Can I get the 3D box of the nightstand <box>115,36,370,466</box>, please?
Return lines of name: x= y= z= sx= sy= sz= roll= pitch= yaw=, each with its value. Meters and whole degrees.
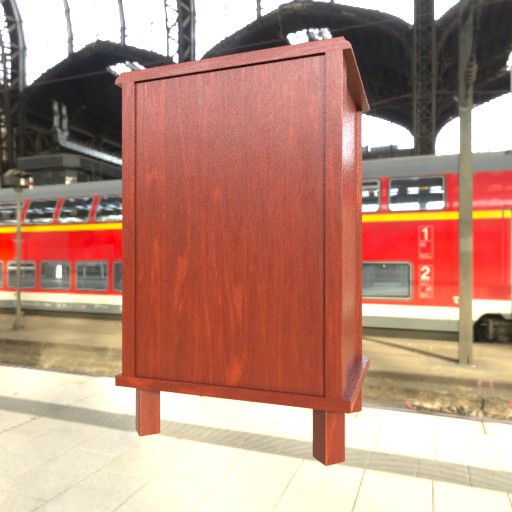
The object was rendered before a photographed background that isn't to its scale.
nightstand: x=0.000 y=0.000 z=0.920 sx=0.435 sy=0.681 sz=0.351 roll=0 pitch=0 yaw=20
